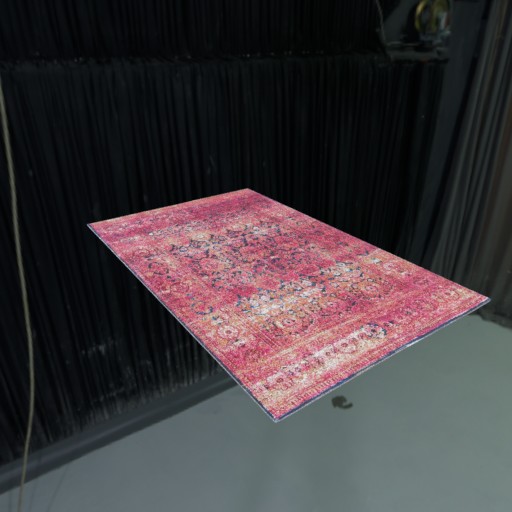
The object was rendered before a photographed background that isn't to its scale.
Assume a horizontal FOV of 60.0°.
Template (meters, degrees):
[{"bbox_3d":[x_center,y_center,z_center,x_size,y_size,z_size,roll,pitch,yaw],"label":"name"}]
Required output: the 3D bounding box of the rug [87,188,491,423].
[{"bbox_3d":[0.000,0.000,3.004,1.539,0.018,2.449,-18,32,-31],"label":"rug"}]
